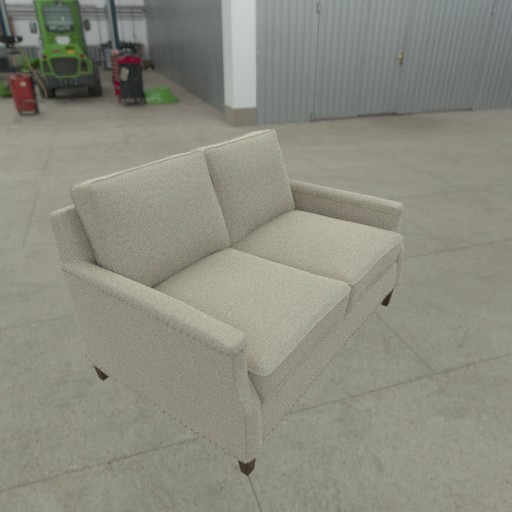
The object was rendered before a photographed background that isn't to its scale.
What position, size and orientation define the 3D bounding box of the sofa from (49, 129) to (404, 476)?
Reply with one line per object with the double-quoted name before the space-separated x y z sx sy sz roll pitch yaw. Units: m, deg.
"sofa" 0.000 0.000 2.269 1.084 1.003 1.597 19 33 31
